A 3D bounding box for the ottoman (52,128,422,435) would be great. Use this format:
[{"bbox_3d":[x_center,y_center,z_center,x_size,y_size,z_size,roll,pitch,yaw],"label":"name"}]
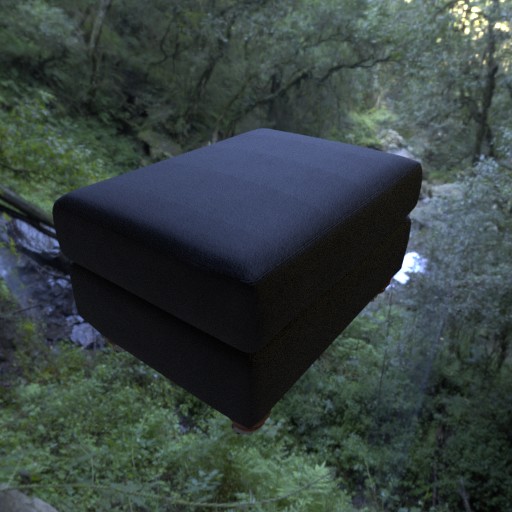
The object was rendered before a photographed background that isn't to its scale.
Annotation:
[{"bbox_3d":[0.000,0.000,1.155,0.574,0.497,0.773,21,37,32],"label":"ottoman"}]
